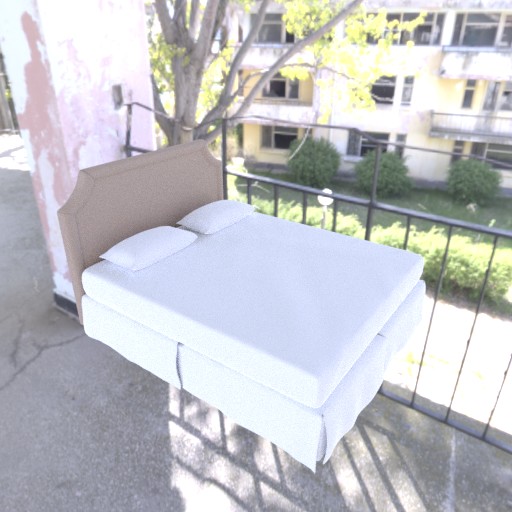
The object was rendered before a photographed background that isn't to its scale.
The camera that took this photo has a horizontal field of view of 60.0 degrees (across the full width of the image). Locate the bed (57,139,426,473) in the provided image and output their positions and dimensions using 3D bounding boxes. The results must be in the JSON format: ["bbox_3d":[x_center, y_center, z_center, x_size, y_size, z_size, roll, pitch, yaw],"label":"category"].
[{"bbox_3d":[0.000,0.000,4.198,2.773,1.590,2.350,18,32,31],"label":"bed"}]
